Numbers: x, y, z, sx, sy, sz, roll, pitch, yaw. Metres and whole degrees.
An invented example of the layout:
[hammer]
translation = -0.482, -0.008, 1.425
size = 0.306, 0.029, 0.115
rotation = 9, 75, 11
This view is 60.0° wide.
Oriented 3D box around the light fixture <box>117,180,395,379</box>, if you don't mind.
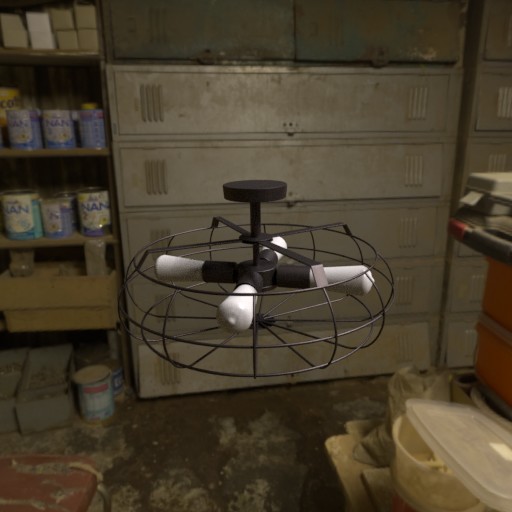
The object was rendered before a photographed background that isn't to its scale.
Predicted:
[light fixture]
translation = 0.000, 0.000, 0.952
size = 0.582, 0.311, 0.582
rotation = 0, 17, 0
